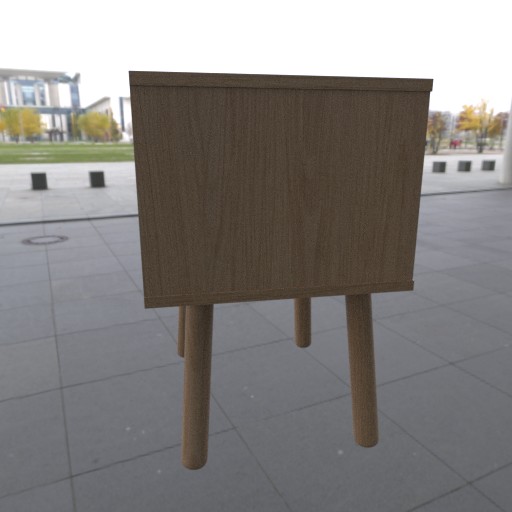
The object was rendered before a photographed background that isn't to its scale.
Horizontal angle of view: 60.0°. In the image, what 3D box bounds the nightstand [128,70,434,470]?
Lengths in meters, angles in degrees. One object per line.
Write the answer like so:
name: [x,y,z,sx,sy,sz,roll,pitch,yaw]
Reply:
nightstand: [0.000,0.000,0.823,0.380,0.571,0.450,-3,15,-10]
